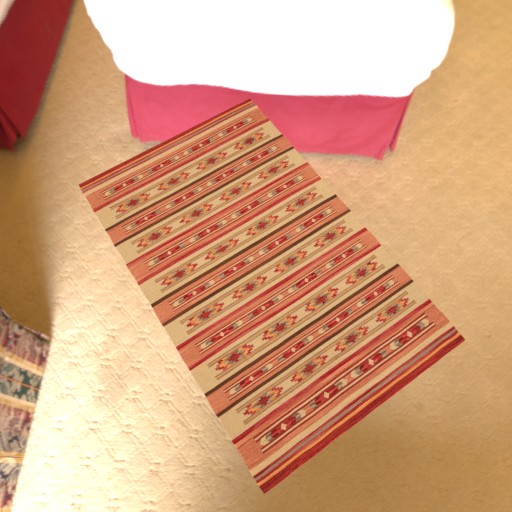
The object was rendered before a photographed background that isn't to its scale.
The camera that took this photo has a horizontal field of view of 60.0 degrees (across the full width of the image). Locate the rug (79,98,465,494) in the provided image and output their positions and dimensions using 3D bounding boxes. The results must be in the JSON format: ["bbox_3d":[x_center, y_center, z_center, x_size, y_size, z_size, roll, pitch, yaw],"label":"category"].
[{"bbox_3d":[0.000,0.000,3.025,1.535,0.010,2.431,-31,68,-14],"label":"rug"}]
